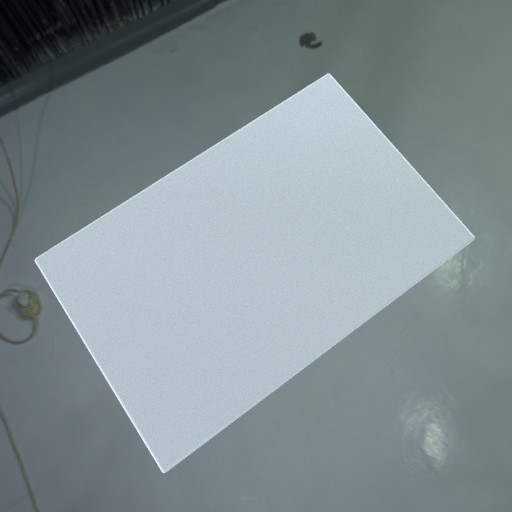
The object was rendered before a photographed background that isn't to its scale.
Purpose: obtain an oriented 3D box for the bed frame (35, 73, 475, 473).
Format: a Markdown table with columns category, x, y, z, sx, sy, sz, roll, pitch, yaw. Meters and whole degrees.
| category | x | y | z | sx | sy | sz | roll | pitch | yaw |
| --- | --- | --- | --- | --- | --- | --- | --- | --- | --- |
| bed frame | 0.000 | 0.000 | 3.738 | 2.987 | 0.440 | 1.930 | -35 | 77 | -9 |
